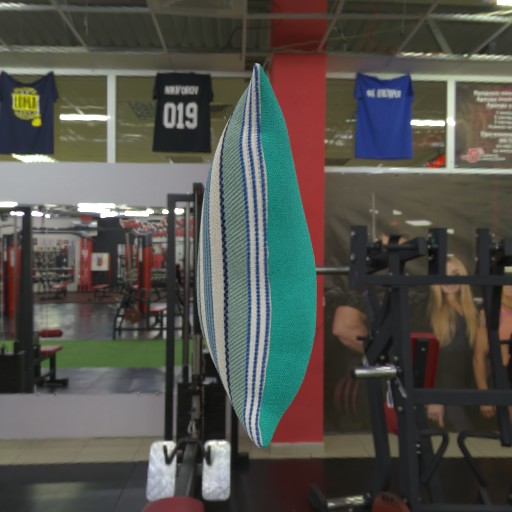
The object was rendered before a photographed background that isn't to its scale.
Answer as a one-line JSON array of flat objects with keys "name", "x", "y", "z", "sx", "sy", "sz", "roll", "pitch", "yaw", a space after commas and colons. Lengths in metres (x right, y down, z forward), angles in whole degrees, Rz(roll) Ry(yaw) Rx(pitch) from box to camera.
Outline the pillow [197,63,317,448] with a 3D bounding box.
[{"name": "pillow", "x": 0.000, "y": 0.000, "z": 0.704, "sx": 0.182, "sy": 0.441, "sz": 0.440, "roll": 0, "pitch": 0, "yaw": 0}]
